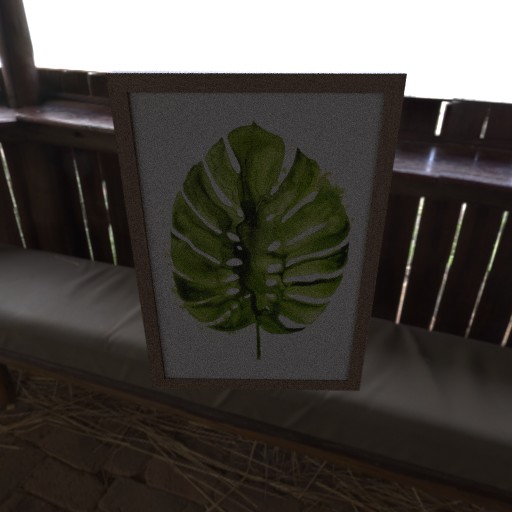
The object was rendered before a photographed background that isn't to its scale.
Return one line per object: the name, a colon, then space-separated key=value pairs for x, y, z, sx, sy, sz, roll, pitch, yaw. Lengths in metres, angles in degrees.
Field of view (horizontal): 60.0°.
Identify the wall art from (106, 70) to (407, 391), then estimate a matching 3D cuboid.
wall art: x=0.000 y=0.000 z=0.660 sx=0.358 sy=0.510 sz=0.032 roll=0 pitch=28 yaw=1
